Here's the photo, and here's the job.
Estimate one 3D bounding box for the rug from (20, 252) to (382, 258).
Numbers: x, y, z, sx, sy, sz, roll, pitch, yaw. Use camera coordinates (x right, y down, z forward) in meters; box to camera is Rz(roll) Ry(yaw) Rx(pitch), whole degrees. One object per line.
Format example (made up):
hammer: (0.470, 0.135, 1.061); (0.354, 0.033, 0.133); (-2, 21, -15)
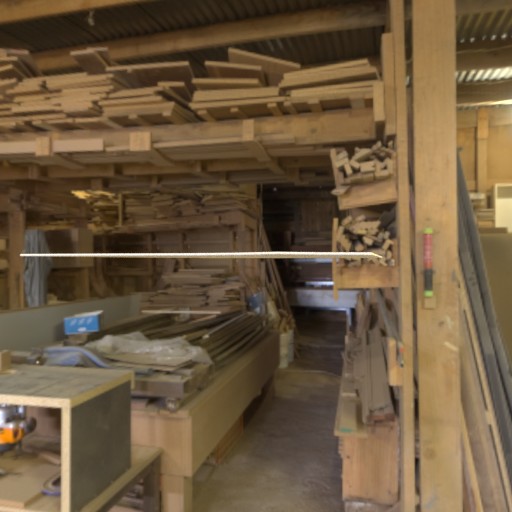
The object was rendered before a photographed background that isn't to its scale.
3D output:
rug: (0.000, 0.000, 2.291); (1.232, 0.015, 1.825); (0, -1, 17)
